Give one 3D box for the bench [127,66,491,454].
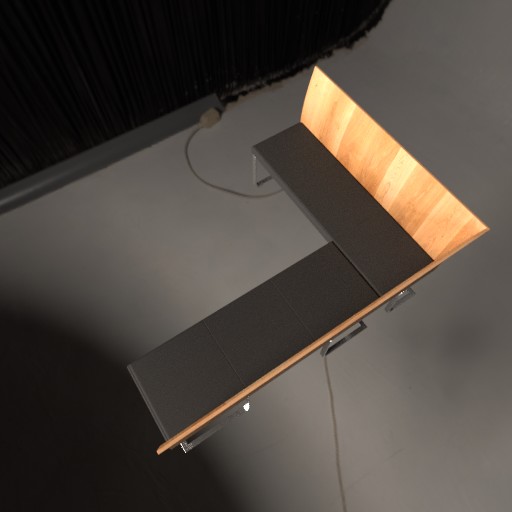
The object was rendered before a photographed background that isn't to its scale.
[{"bbox_3d":[0.000,0.000,2.759,1.945,0.930,1.495,-30,66,-15],"label":"bench"}]
